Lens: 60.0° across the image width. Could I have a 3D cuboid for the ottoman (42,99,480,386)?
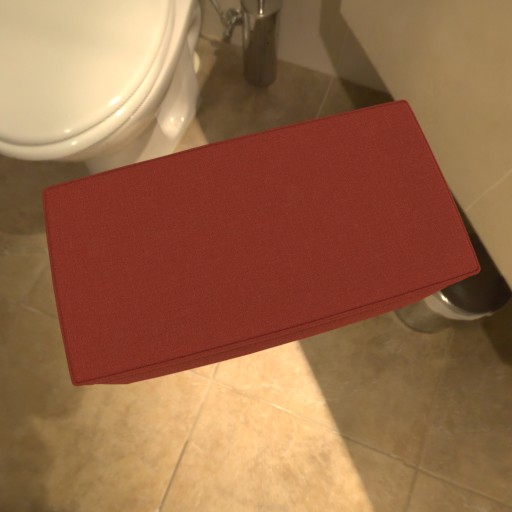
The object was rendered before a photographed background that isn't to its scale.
[{"bbox_3d":[0.000,0.000,1.231,0.948,0.454,0.497,-15,74,-4],"label":"ottoman"}]
